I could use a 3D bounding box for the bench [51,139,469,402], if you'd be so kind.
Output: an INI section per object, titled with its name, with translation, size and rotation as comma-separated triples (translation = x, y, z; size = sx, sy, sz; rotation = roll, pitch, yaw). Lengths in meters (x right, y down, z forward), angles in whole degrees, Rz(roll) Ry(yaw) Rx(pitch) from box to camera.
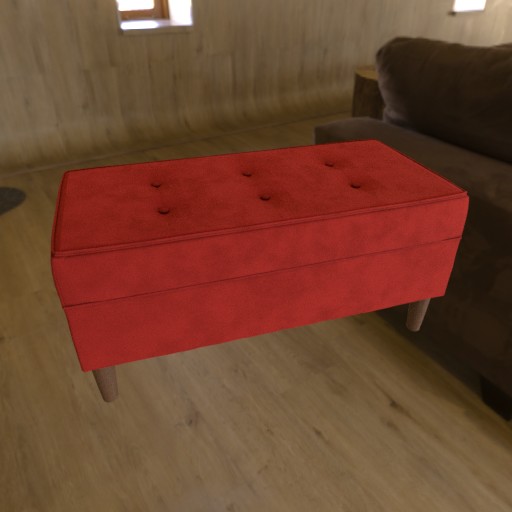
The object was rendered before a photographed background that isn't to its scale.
[bench]
translation = 0.000, 0.000, 1.299
size = 1.016, 0.471, 0.492
rotation = -9, 33, -15
